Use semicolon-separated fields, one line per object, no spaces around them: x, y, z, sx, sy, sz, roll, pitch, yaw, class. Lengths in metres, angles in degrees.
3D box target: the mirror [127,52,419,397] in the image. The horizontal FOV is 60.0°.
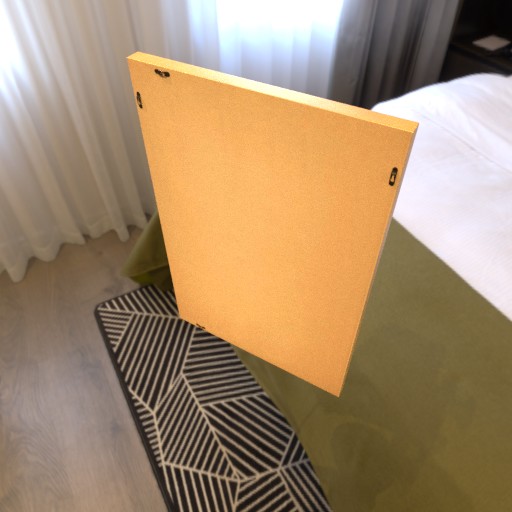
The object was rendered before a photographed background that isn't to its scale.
0.000;0.000;1.164;0.609;0.915;0.041;22;50;20;mirror
